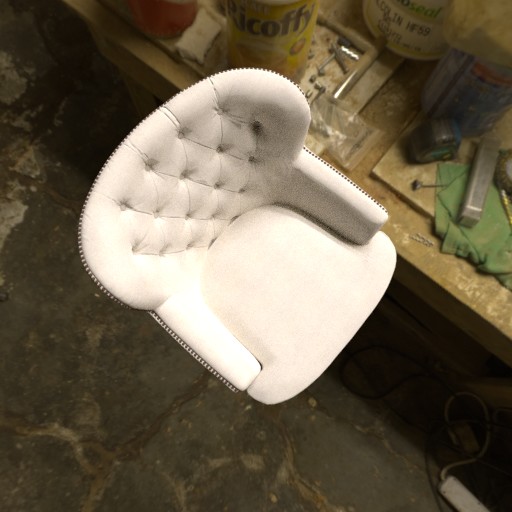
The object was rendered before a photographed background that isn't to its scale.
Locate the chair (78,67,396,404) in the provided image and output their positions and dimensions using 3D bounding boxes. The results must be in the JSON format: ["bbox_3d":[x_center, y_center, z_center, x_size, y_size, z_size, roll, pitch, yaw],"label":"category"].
[{"bbox_3d":[0.000,0.000,1.622,0.906,0.868,0.848,40,79,9],"label":"chair"}]
